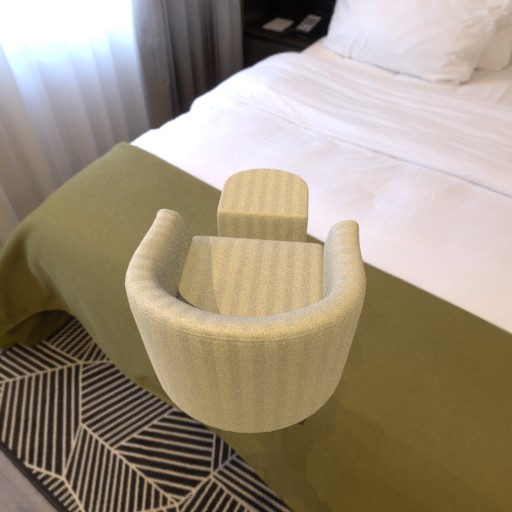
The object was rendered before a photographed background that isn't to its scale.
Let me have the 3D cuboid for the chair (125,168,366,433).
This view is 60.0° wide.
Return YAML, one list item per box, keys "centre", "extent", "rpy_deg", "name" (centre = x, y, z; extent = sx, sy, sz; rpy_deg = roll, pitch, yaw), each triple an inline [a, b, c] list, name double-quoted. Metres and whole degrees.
- centre: [0.000, 0.000, 1.776]
  extent: [0.756, 0.757, 1.288]
  rpy_deg: [4, 46, 4]
  name: "chair"
